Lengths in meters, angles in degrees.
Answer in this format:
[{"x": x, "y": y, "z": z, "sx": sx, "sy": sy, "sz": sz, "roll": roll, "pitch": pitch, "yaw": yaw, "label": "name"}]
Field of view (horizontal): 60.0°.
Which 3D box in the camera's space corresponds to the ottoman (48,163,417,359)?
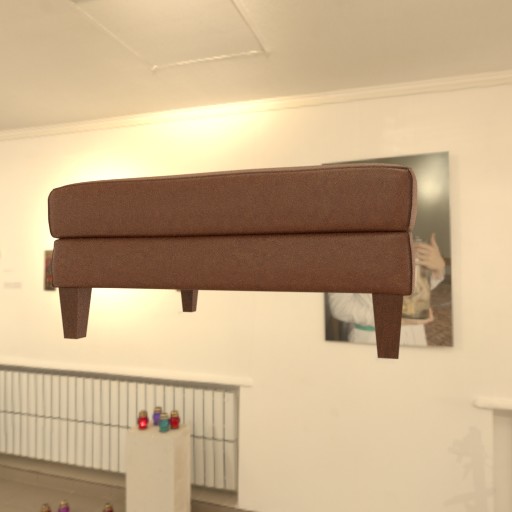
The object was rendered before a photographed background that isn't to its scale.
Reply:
[{"x": 0.000, "y": 0.000, "z": 1.471, "sx": 0.987, "sy": 0.472, "sz": 0.836, "roll": 0, "pitch": -1, "yaw": 18, "label": "ottoman"}]
